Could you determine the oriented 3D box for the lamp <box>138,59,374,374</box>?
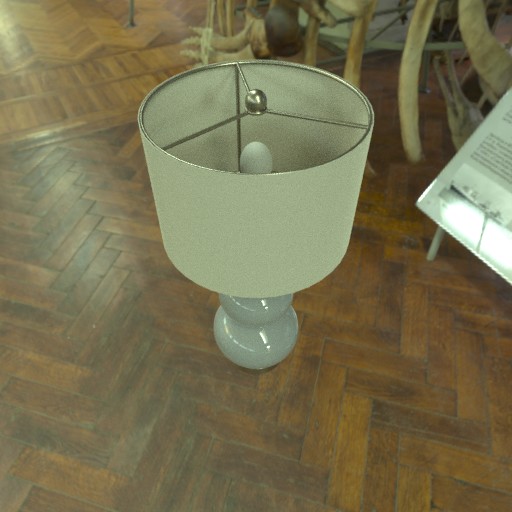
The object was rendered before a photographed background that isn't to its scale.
[{"bbox_3d":[0.000,0.000,0.942,0.367,0.730,0.367,23,50,21],"label":"lamp"}]
